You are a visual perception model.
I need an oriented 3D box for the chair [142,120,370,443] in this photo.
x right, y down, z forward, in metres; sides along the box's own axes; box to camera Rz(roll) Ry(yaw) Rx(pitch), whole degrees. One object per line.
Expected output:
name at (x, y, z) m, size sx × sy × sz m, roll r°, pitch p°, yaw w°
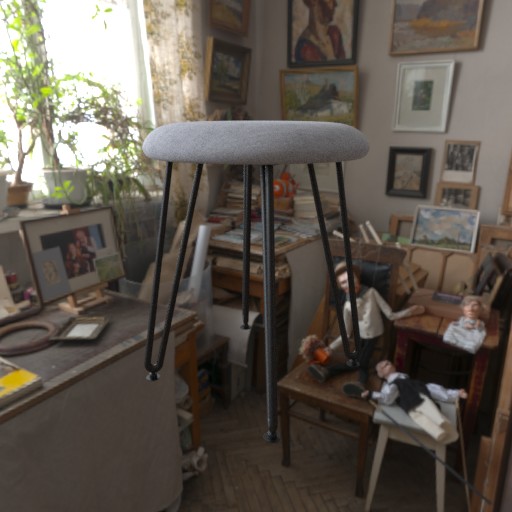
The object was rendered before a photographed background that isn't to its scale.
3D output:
chair at (0.000, 0.000, 0.664) m, size 0.350 × 0.386 × 0.350 m, roll -2°, pitch 16°, yaw -7°
